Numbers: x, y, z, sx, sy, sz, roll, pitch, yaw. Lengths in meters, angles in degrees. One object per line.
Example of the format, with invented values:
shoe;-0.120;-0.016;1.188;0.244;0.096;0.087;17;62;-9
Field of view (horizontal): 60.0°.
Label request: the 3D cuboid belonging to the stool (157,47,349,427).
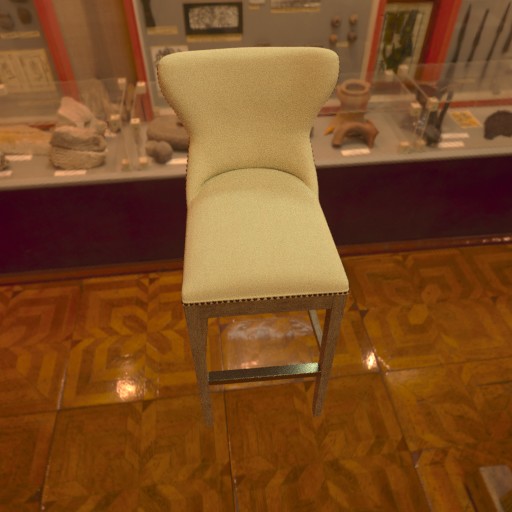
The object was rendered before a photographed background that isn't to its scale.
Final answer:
stool;0.000;0.000;1.430;0.494;1.123;0.606;-4;46;-4
